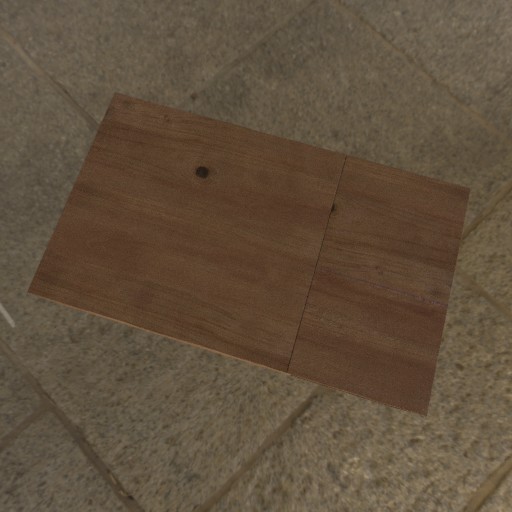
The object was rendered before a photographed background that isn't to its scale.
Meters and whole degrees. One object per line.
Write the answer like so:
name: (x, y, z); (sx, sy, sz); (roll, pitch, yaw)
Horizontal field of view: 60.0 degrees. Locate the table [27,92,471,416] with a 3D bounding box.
table: (0.000, 0.000, 1.430); (1.101, 0.395, 0.655); (16, 76, 4)
